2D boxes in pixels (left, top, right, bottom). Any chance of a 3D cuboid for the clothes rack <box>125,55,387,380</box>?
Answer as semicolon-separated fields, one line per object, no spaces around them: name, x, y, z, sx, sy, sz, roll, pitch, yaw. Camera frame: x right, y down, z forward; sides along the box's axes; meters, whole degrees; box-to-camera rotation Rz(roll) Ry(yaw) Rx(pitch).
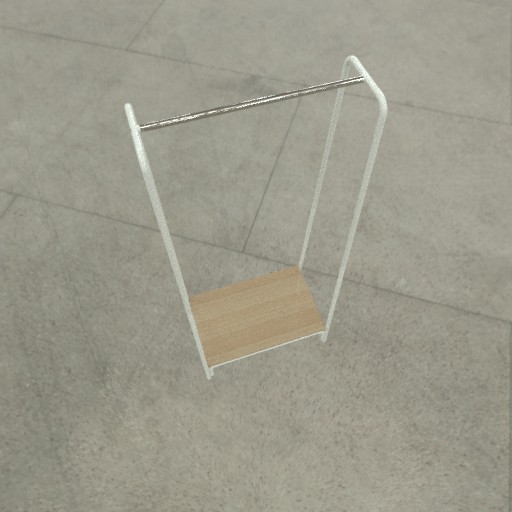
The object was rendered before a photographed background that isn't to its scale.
clothes rack;0.000;0.000;1.753;0.640;1.500;0.400;-16;60;-10
